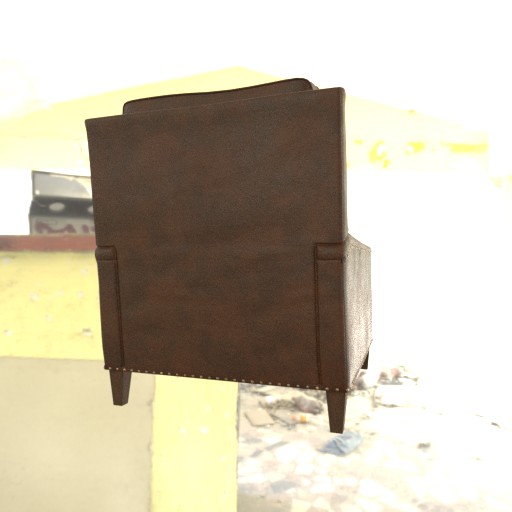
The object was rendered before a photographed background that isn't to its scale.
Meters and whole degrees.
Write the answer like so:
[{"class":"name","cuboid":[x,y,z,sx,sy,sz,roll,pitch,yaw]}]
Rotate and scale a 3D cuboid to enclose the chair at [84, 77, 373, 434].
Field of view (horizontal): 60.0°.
[{"class":"chair","cuboid":[0.000,0.000,1.795,0.854,1.054,1.035,0,-1,19]}]
